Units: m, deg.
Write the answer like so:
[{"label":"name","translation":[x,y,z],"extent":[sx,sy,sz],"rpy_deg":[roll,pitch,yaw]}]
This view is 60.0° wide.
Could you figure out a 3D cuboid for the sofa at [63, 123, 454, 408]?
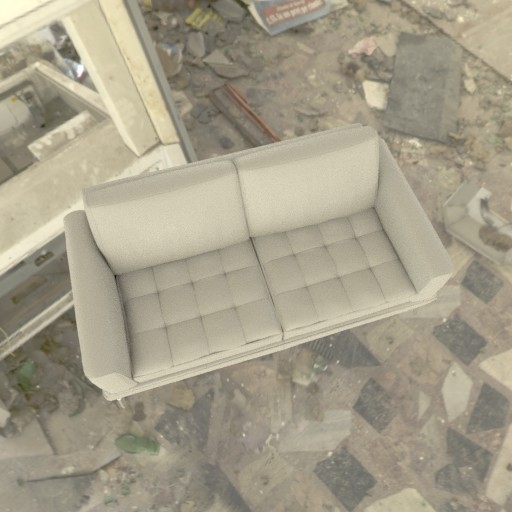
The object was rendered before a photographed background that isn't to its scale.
[{"label":"sofa","translation":[0.000,0.000,2.757],"extent":[2.177,0.930,1.121],"rpy_deg":[-15,64,-8]}]
